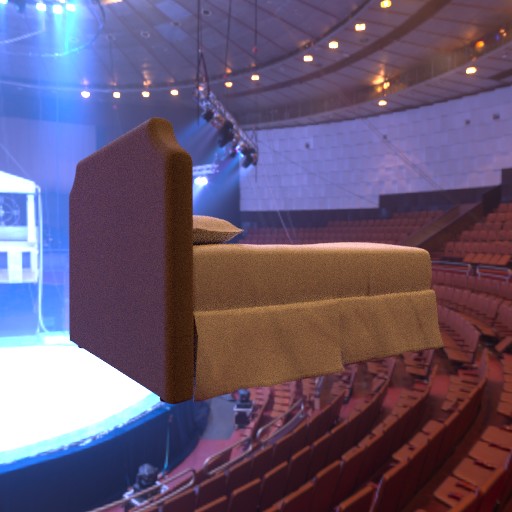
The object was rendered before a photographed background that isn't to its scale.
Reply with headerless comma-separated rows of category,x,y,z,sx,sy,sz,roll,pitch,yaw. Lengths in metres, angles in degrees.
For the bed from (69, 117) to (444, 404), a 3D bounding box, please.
bed,0.000,0.000,3.129,2.116,1.290,1.693,0,1,-36
